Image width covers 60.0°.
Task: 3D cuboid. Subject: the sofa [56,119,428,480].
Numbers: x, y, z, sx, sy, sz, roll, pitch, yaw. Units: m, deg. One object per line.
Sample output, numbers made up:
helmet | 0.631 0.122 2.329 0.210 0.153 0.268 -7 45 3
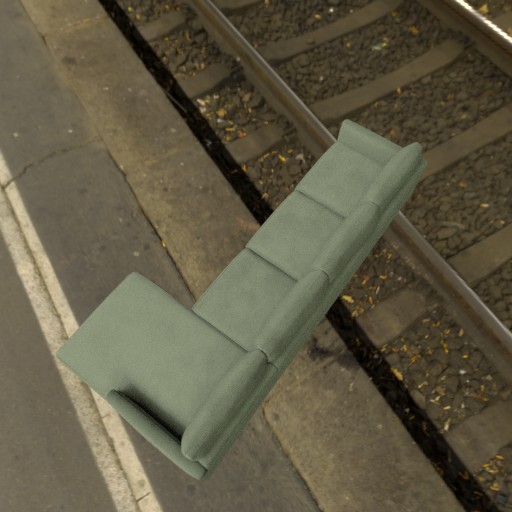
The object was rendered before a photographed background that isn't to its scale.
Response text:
sofa | 0.000 0.000 3.179 1.255 0.756 2.725 34 68 16
